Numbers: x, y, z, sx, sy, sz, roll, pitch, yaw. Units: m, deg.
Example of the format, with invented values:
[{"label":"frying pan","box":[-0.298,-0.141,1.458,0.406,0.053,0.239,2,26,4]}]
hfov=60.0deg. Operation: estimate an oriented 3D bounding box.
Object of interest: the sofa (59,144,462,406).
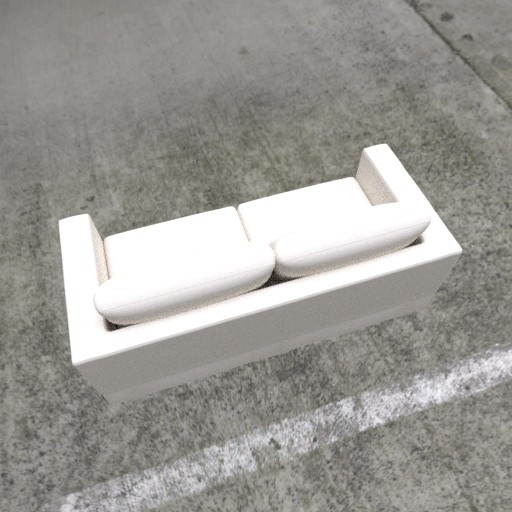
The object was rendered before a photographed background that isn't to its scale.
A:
[{"label":"sofa","box":[0.000,0.000,2.700,2.163,0.881,0.954,-15,57,-10]}]
